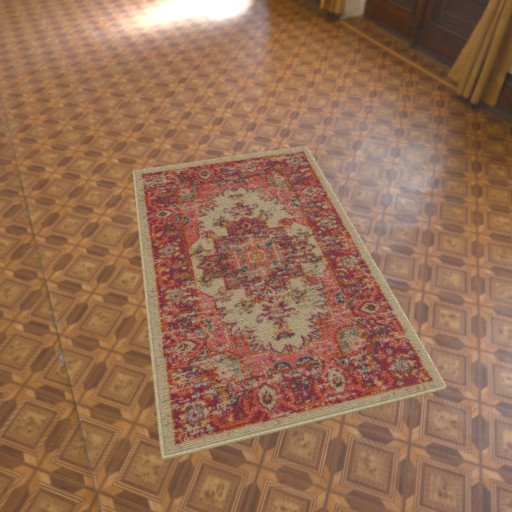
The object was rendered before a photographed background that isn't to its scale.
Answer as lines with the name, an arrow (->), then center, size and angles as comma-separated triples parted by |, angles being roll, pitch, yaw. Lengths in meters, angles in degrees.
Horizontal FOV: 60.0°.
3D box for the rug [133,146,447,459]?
rug -> 0.000, 0.000, 1.106 | 0.556, 0.004, 0.868 | -10, 48, -9
